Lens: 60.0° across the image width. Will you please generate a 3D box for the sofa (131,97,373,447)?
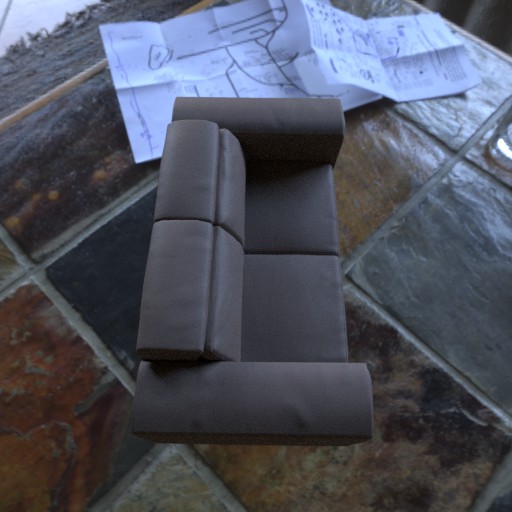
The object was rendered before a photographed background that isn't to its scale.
[{"bbox_3d":[0.000,0.000,2.407,1.003,0.779,1.895,1,63,0],"label":"sofa"}]
